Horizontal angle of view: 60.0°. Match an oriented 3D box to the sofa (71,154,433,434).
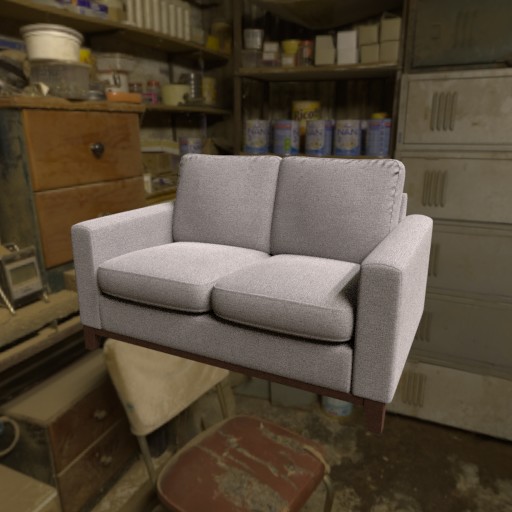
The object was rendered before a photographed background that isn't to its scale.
[{"bbox_3d":[0.000,0.000,2.043,1.420,0.873,0.917,8,18,25],"label":"sofa"}]
